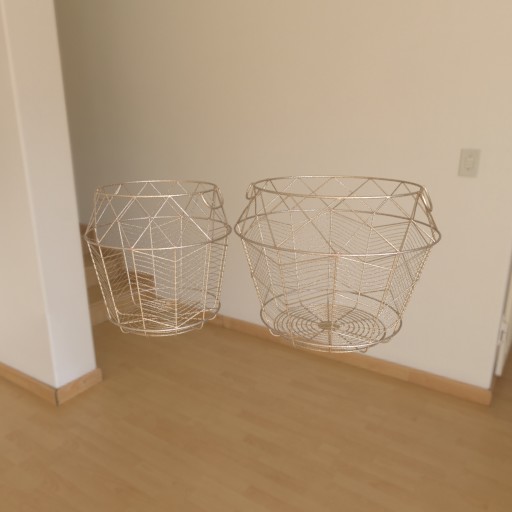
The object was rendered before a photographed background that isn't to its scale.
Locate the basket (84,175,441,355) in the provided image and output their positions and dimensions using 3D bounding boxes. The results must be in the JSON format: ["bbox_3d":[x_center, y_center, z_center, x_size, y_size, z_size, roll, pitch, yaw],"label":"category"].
[{"bbox_3d":[0.000,0.000,1.045,0.805,0.343,0.451,2,16,8],"label":"basket"}]
